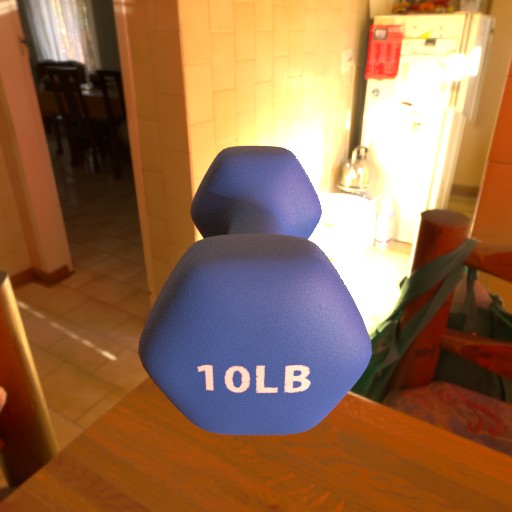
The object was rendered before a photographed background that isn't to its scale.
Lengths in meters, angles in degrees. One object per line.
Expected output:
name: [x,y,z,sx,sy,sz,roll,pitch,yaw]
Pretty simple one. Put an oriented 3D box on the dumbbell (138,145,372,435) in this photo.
dumbbell: [0.000,0.000,0.270,0.103,0.093,0.212,0,27,1]
